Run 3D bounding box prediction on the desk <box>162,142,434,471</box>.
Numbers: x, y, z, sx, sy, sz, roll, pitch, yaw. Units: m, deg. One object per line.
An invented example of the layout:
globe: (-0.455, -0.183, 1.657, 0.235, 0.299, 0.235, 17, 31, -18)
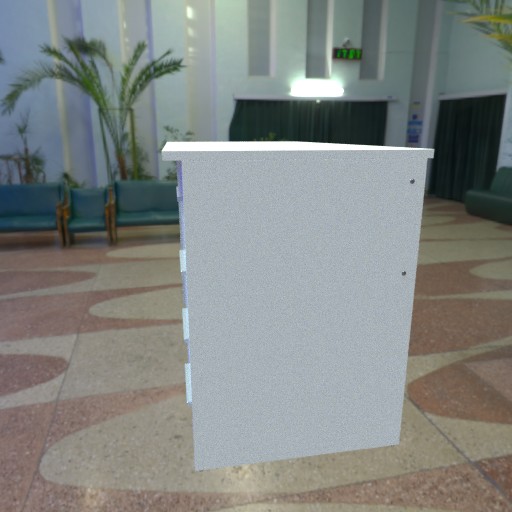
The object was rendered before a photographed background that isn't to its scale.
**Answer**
desk: (0.000, 0.000, 1.495, 0.560, 0.730, 1.096, -3, 16, -10)
